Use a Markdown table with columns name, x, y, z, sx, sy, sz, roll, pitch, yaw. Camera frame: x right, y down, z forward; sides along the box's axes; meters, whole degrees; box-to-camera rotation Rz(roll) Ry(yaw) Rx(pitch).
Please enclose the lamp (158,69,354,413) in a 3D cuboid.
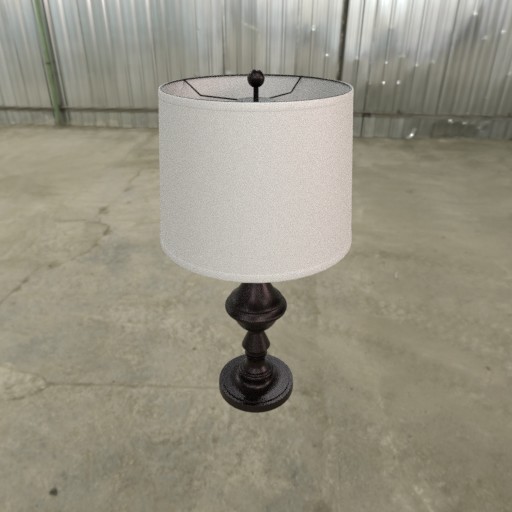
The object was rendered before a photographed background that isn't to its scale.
| name | x | y | z | sx | sy | sz | roll | pitch | yaw |
| --- | --- | --- | --- | --- | --- | --- | --- | --- | --- |
| lamp | 0.000 | 0.000 | 0.929 | 0.383 | 0.726 | 0.383 | 0 | 29 | 0 |
